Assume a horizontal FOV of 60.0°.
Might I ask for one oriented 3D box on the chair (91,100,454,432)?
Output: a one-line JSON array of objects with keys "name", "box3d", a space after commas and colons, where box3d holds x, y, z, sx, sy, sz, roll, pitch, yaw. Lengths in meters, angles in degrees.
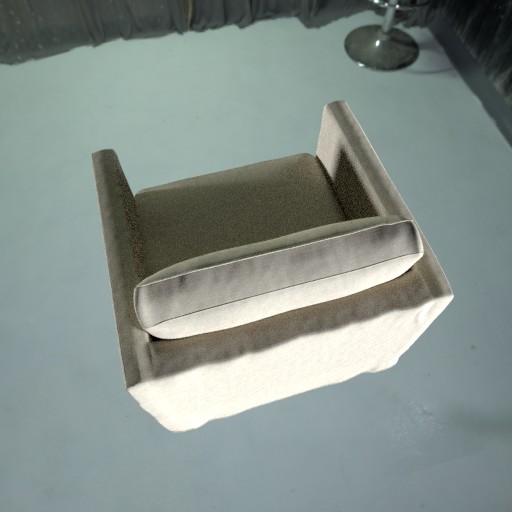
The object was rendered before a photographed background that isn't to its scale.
[{"name": "chair", "box3d": [0.000, 0.000, 1.734, 1.057, 0.867, 0.949, -14, 61, -8]}]
